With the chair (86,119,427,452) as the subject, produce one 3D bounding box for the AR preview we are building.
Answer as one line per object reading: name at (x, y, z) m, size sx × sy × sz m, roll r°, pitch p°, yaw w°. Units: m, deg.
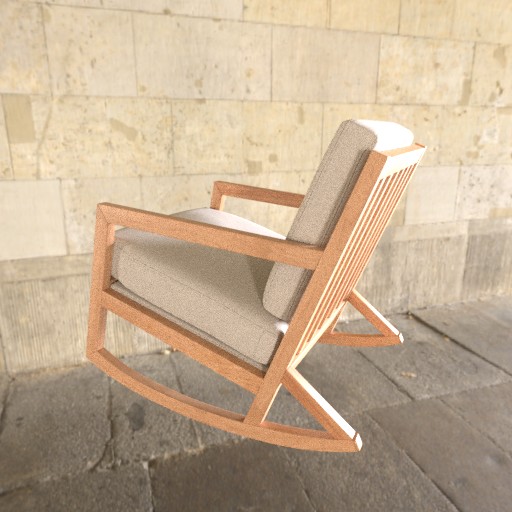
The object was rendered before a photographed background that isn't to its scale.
chair at (0.000, 0.000, 1.360) m, size 0.857 × 0.790 × 0.622 m, roll 8°, pitch 18°, yaw 25°
